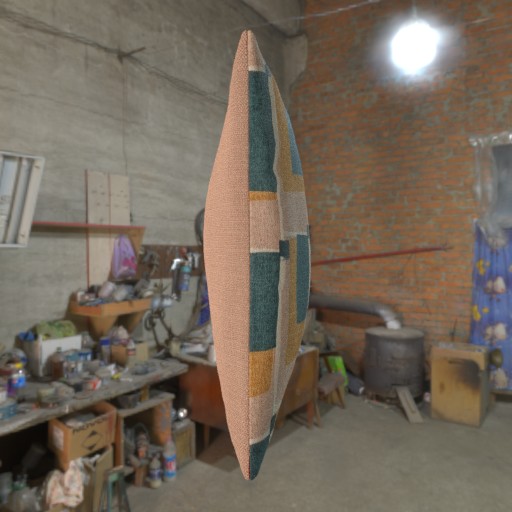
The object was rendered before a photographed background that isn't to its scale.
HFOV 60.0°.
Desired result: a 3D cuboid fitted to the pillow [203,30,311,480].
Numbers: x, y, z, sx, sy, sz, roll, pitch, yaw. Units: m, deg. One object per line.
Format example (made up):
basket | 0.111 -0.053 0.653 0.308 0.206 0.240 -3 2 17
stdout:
pillow | 0.000 0.000 0.704 0.158 0.479 0.478 0 0 -1
